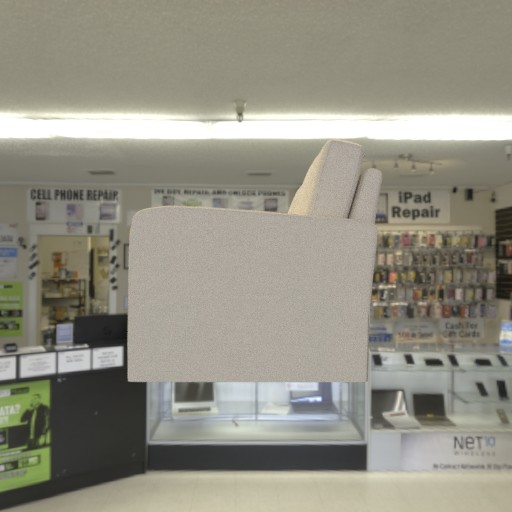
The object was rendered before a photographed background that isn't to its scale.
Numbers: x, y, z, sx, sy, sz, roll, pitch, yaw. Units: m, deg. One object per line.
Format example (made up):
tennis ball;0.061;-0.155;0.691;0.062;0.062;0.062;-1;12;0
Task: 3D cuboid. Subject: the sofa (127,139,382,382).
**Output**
sofa;0.000;0.000;2.325;0.894;0.831;1.808;0;-1;0
